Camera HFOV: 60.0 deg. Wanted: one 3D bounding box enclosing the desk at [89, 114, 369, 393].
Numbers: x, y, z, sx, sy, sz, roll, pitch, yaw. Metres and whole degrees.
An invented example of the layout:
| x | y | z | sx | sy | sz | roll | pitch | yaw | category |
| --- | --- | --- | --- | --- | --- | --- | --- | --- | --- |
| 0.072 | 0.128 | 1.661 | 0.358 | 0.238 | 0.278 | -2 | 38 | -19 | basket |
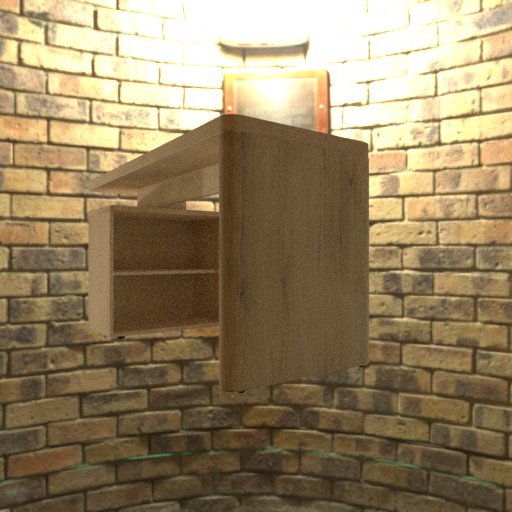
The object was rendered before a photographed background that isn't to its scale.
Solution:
| x | y | z | sx | sy | sz | roll | pitch | yaw | category |
| --- | --- | --- | --- | --- | --- | --- | --- | --- | --- |
| 0.000 | 0.000 | 2.087 | 1.175 | 0.770 | 1.400 | 0 | 0 | -35 | desk |
